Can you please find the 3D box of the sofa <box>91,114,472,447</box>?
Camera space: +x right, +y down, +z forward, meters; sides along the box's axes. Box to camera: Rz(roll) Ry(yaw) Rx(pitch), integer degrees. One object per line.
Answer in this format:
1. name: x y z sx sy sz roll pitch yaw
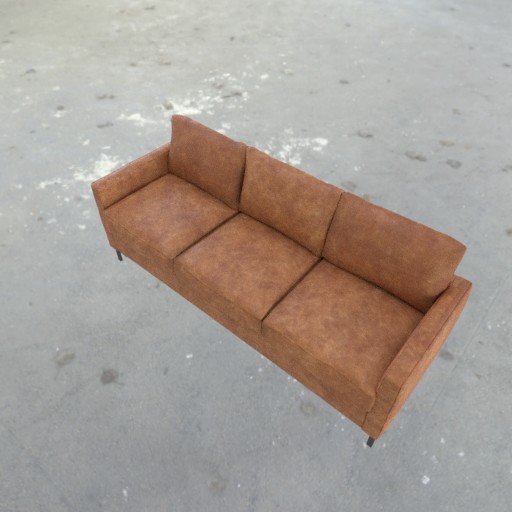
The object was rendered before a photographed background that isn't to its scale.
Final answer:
1. sofa: 0.000 0.000 2.421 2.029 0.863 0.748 31 53 27
